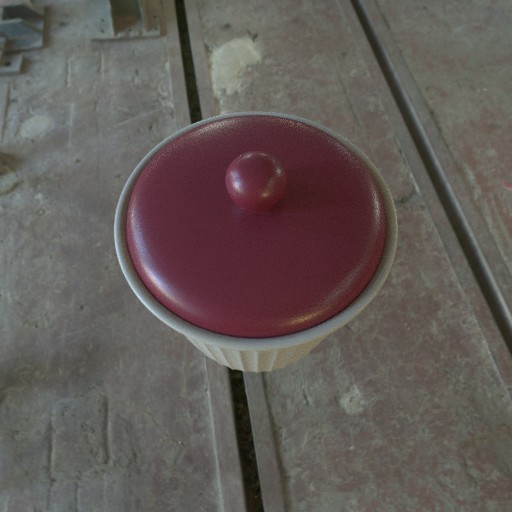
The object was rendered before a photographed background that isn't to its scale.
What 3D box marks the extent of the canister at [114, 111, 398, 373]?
[{"bbox_3d":[0.000,0.000,0.337,0.181,0.211,0.181,0,61,0],"label":"canister"}]
